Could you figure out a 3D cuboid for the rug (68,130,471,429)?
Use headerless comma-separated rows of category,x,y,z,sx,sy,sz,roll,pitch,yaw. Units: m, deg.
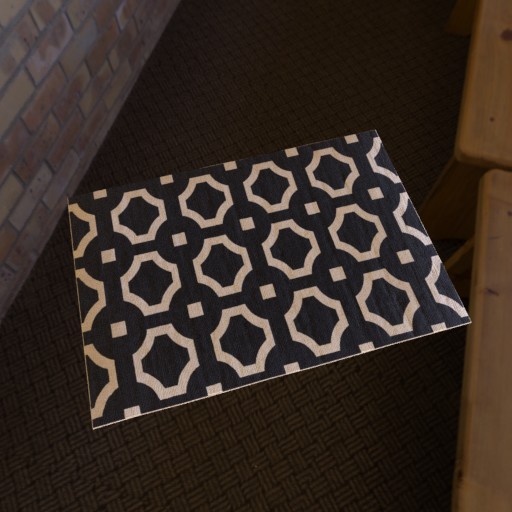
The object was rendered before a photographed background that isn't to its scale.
rug,0.000,0.000,2.880,2.286,0.016,1.555,-14,65,-7
